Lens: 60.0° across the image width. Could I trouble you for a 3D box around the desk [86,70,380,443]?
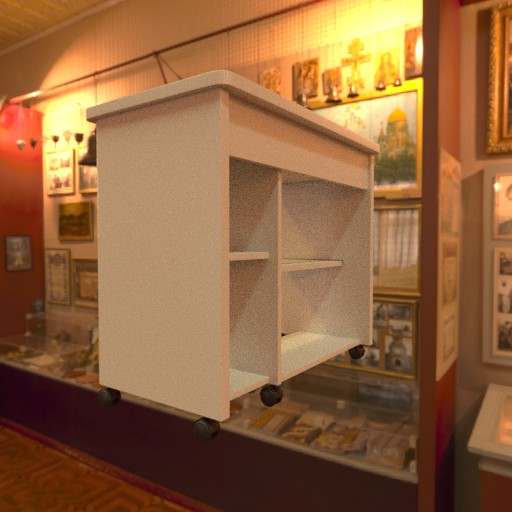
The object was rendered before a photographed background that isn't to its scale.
[{"bbox_3d":[0.000,0.000,1.362,0.475,0.763,0.877,1,2,35],"label":"desk"}]
